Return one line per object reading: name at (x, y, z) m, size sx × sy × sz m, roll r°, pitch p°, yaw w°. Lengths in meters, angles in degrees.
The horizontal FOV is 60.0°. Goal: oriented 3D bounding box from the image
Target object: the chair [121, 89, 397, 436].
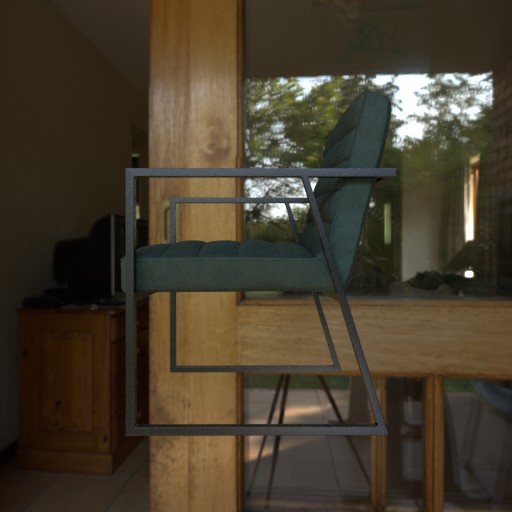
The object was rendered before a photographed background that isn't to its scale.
chair at (0.000, 0.000, 1.314) m, size 0.677 × 0.833 × 0.571 m, roll 0°, pitch 0°, yaw 0°
